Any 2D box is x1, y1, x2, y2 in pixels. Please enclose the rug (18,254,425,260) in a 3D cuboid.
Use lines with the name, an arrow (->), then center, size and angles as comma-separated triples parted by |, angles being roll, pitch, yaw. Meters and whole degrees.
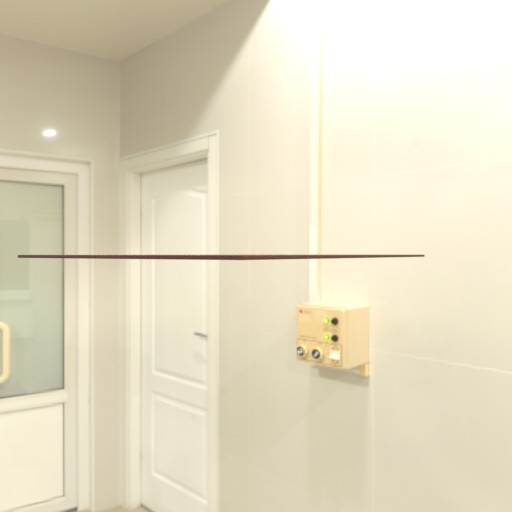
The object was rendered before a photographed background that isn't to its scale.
rug -> 0.000, 0.000, 5.751 | 3.033, 0.033, 4.578 | 0, 0, 35
